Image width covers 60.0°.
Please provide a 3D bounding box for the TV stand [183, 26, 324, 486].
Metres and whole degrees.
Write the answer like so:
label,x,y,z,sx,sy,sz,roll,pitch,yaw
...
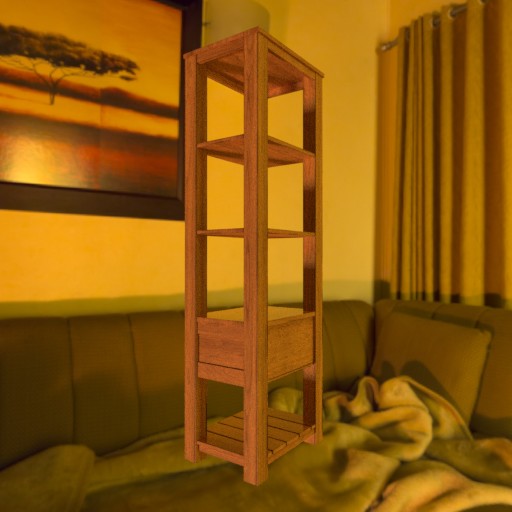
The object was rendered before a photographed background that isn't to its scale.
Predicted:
label,x,y,z,sx,sy,sz,roll,pitch,yaw
TV stand,0.000,0.000,2.108,0.435,1.828,0.565,0,0,36
